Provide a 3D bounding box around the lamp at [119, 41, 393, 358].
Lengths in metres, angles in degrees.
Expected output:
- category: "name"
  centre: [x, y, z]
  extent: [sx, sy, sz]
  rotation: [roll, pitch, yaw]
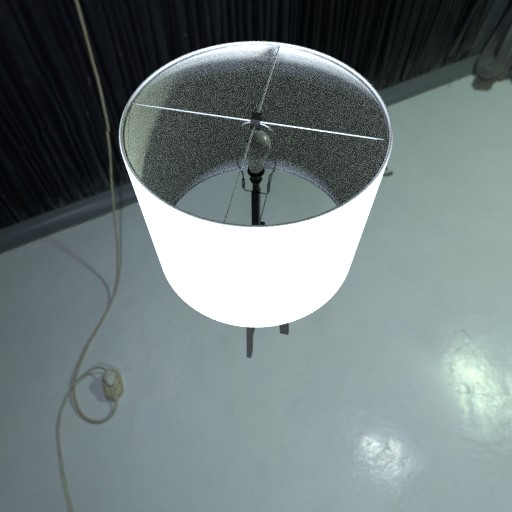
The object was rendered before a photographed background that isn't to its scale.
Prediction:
- category: "lamp"
  centre: [0.000, 0.000, 0.624]
  extent: [0.257, 0.489, 0.257]
  rotation: [-29, 62, -17]
